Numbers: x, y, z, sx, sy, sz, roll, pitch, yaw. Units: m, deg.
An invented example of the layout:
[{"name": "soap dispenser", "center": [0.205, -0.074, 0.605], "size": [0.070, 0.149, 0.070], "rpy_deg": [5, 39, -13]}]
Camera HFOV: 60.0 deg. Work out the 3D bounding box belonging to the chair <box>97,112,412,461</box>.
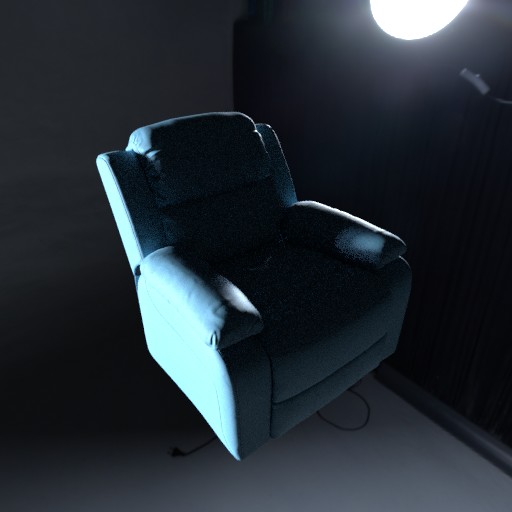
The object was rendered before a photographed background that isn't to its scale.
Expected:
[{"name": "chair", "center": [0.000, 0.000, 1.288], "size": [0.680, 0.702, 0.709], "rpy_deg": [-22, 36, -34]}]
